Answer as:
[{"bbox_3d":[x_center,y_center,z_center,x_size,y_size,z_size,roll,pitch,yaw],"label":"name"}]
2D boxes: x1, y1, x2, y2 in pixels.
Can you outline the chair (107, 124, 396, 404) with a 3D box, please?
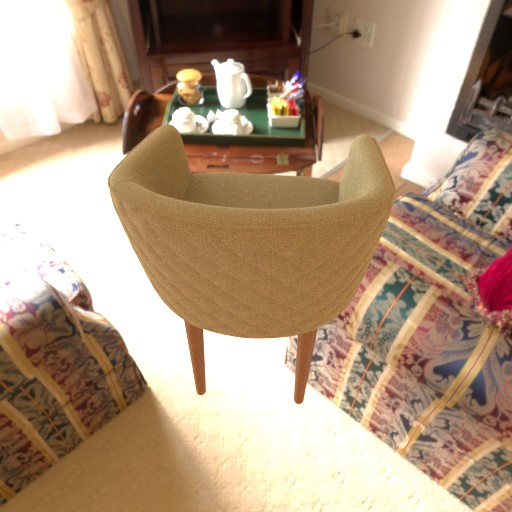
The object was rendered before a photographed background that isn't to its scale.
[{"bbox_3d":[0.000,0.000,1.180,0.584,0.775,0.616,4,46,4],"label":"chair"}]
